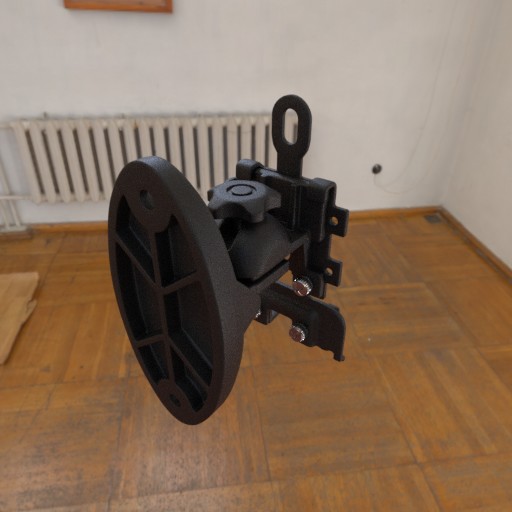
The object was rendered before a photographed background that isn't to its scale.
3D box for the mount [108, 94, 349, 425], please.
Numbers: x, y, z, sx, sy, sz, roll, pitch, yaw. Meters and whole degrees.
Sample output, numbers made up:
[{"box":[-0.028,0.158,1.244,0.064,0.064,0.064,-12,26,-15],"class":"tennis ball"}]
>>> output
[{"box":[0.000,0.000,0.179,0.066,0.118,0.100,22,38,31],"class":"mount"}]
